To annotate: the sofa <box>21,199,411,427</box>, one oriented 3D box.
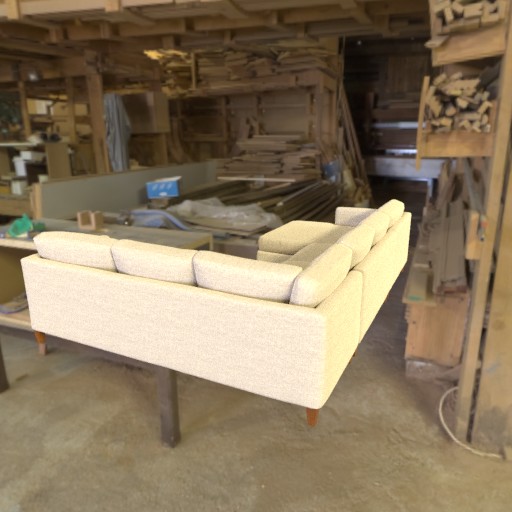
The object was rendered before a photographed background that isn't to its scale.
[{"bbox_3d":[0.000,0.000,4.558,2.594,0.961,3.460,8,18,25],"label":"sofa"}]
